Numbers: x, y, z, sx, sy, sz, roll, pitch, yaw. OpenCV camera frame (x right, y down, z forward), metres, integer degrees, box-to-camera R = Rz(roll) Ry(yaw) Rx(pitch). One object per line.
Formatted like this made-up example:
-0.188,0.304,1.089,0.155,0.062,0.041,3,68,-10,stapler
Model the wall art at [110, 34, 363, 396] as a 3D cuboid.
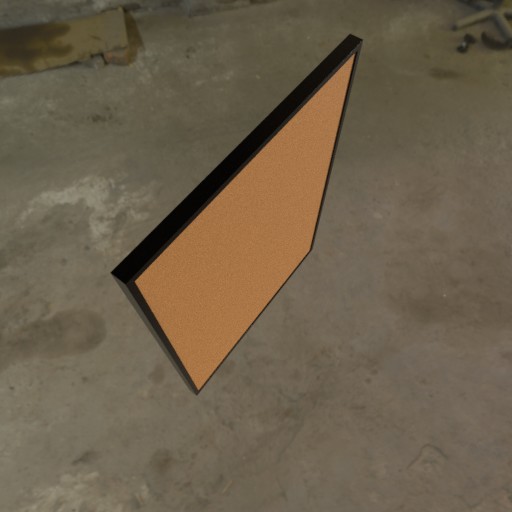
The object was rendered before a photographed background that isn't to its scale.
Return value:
0.000,0.000,1.393,0.040,1.062,0.805,34,67,16,wall art
